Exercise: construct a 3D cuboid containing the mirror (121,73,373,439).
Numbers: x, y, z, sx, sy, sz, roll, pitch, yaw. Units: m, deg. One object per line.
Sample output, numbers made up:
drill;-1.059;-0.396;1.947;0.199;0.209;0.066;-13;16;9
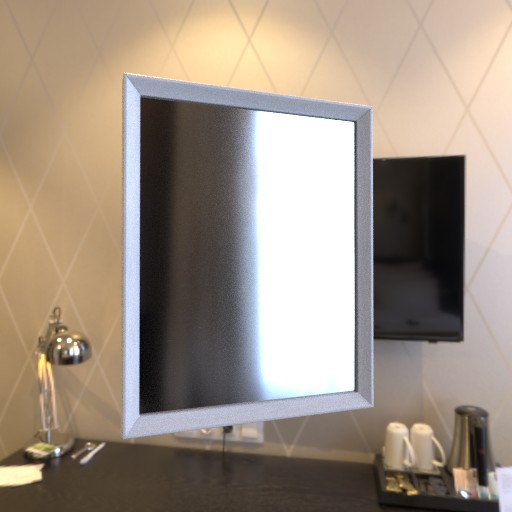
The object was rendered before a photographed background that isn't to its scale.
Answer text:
mirror;0.000;0.000;0.701;0.406;0.509;0.041;0;-1;-19
